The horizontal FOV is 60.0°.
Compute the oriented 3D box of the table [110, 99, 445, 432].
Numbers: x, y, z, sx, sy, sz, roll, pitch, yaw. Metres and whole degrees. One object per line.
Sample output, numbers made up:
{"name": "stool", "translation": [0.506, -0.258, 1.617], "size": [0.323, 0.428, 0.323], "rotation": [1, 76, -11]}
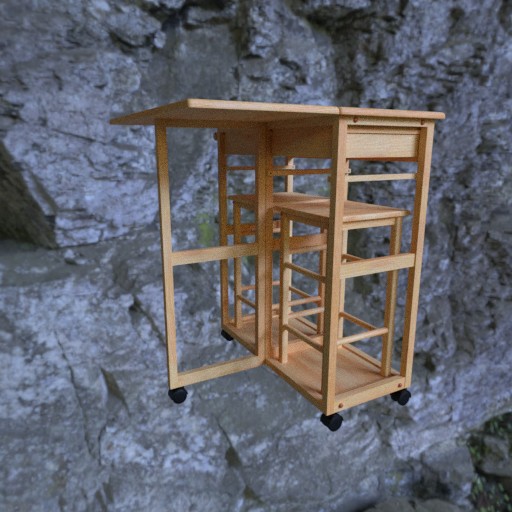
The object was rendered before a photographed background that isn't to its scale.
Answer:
{"name": "table", "translation": [0.000, 0.000, 1.383], "size": [0.693, 0.832, 0.752], "rotation": [-7, 16, -28]}
